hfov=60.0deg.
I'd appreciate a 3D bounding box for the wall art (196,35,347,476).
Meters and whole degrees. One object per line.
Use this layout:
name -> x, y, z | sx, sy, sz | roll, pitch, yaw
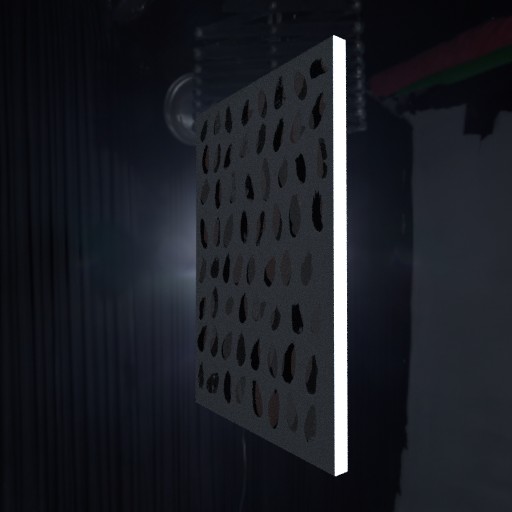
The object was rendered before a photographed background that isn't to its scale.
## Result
wall art -> 0.000, 0.000, 0.781 | 0.025, 0.608, 0.405 | 1, -2, -35
